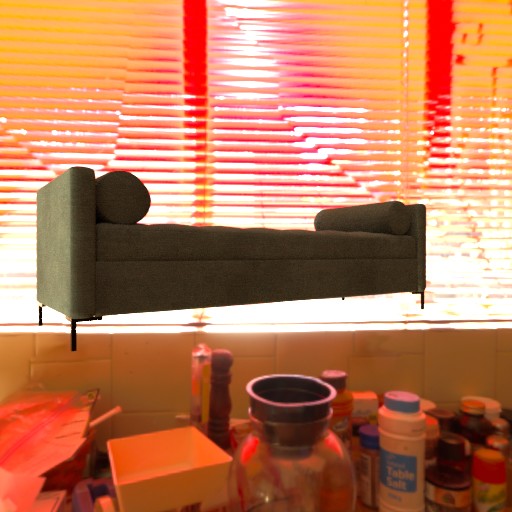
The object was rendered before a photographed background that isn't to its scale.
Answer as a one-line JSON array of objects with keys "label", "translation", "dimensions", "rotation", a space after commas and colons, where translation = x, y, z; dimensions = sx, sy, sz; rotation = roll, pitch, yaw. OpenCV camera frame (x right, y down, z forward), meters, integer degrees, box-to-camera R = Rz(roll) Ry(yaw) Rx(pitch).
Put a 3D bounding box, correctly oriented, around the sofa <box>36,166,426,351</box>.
[{"label": "sofa", "translation": [0.000, 0.000, 2.313], "dimensions": [1.981, 0.635, 0.686], "rotation": [0, 0, -35]}]
